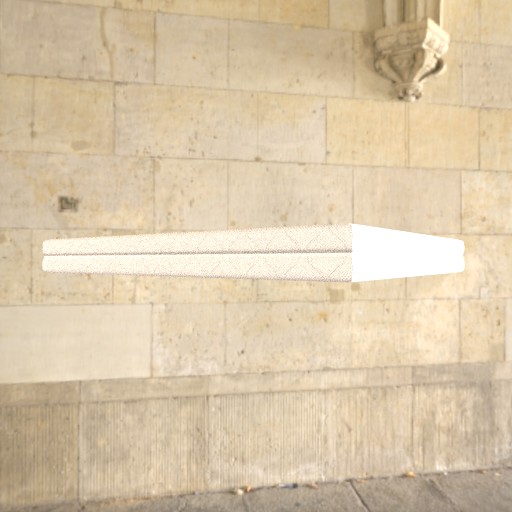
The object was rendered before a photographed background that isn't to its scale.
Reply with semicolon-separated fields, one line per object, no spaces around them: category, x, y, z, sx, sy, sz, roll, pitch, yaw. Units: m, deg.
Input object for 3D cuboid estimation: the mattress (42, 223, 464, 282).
mattress;0.000;0.000;2.684;2.000;0.200;1.600;0;-1;37
